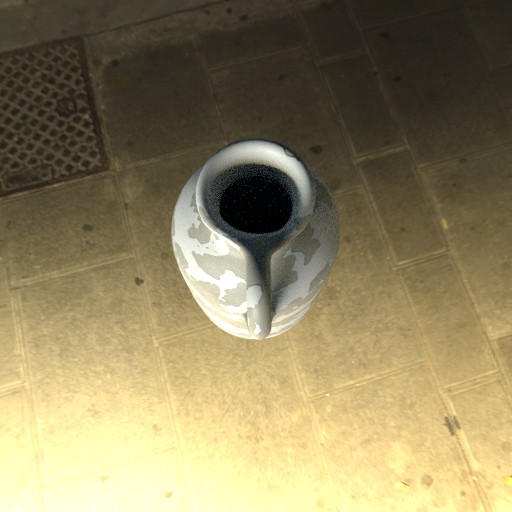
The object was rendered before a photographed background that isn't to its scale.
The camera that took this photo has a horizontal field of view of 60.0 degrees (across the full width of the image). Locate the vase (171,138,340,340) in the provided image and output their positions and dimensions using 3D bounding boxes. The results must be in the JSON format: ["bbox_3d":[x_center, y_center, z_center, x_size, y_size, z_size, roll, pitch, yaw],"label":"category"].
[{"bbox_3d":[0.000,0.000,0.506,0.186,0.382,0.203,-2,76,0],"label":"vase"}]
